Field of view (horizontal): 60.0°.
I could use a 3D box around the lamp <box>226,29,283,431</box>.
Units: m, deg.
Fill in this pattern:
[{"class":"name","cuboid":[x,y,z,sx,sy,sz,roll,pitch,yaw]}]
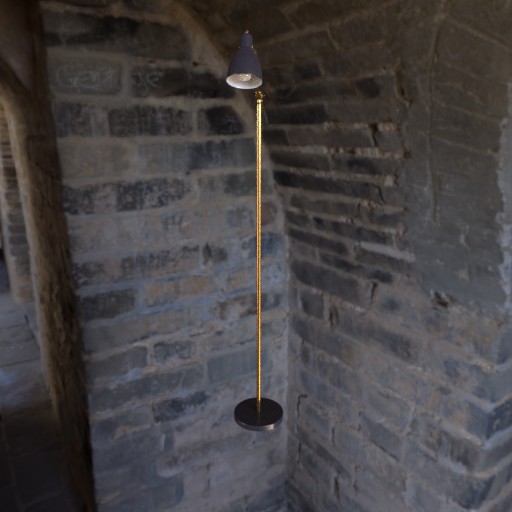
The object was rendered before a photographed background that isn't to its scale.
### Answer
[{"class":"lamp","cuboid":[0.000,0.000,1.838,0.235,1.628,0.618,2,15,9]}]
